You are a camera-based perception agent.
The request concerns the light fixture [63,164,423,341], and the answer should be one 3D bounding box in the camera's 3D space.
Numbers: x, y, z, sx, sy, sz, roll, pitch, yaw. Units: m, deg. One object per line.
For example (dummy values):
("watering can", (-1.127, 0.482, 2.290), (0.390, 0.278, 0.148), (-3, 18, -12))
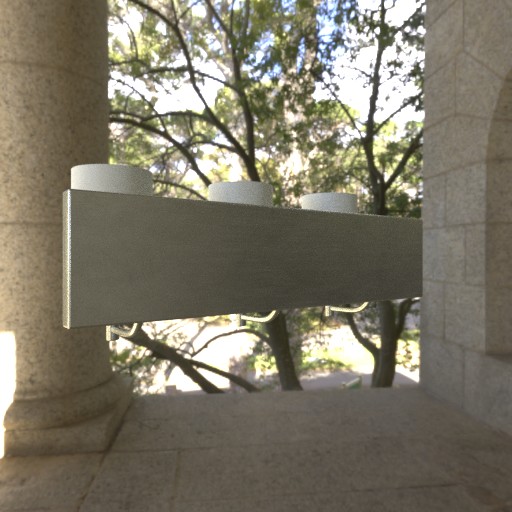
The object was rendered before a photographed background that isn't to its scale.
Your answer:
("light fixture", (0.000, 0.000, 0.521), (0.451, 0.172, 0.145), (0, 0, -36))
